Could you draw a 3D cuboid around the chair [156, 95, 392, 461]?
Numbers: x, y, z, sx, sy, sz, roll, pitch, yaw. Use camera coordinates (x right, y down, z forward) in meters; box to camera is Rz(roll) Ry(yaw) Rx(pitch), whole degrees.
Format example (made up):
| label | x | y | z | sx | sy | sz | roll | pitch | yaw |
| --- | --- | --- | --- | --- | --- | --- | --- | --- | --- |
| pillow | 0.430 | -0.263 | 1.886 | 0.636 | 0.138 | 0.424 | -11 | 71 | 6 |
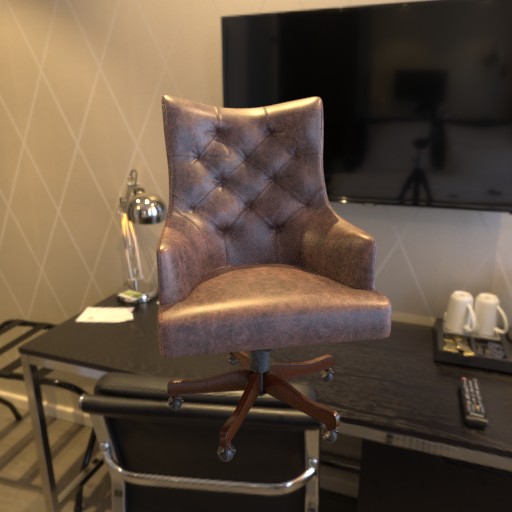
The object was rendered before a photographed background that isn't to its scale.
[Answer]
| label | x | y | z | sx | sy | sz | roll | pitch | yaw |
| --- | --- | --- | --- | --- | --- | --- | --- | --- | --- |
| chair | 0.000 | 0.000 | 1.479 | 0.641 | 1.035 | 0.762 | -3 | 17 | -10 |
